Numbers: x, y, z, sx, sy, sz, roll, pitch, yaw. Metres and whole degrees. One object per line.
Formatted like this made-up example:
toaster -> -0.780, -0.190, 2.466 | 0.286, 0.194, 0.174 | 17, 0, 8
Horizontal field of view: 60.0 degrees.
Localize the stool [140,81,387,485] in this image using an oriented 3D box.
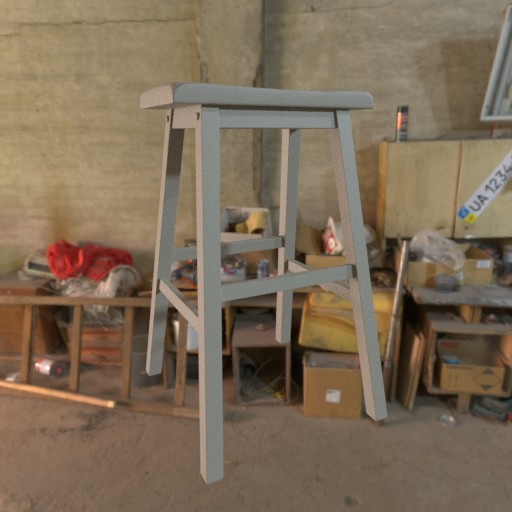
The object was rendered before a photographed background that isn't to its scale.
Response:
stool -> 0.000, 0.000, 1.055 | 0.457, 0.737, 0.476 | -8, 18, -26
